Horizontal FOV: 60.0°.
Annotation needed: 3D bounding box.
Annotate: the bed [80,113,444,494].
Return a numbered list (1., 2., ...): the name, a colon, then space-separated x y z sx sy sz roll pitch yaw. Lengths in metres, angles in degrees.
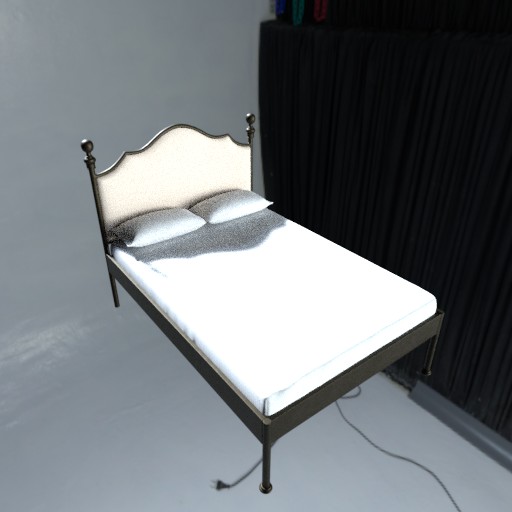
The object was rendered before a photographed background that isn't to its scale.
1. bed: 0.000 0.000 3.150 1.533 1.462 2.170 -20 35 -32
